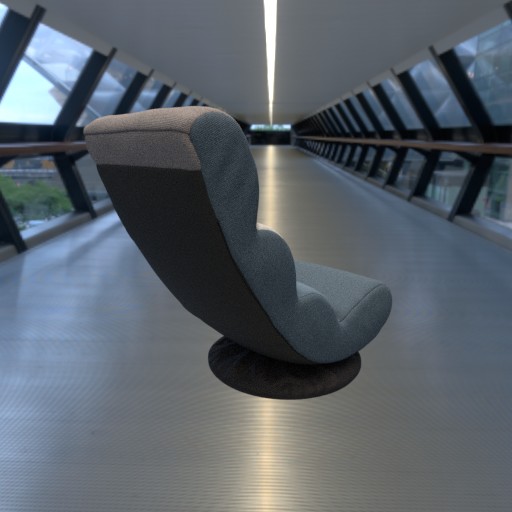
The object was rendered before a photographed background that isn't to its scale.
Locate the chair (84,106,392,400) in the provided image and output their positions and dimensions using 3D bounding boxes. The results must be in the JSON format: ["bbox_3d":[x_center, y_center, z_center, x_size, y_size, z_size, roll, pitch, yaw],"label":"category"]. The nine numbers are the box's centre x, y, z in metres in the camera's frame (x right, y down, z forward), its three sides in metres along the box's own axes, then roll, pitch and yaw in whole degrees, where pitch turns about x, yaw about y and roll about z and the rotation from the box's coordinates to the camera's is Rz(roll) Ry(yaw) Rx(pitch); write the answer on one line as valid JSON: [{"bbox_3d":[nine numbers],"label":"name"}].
[{"bbox_3d":[0.000,0.000,1.071,0.661,0.641,0.420,-13,19,-42],"label":"chair"}]
